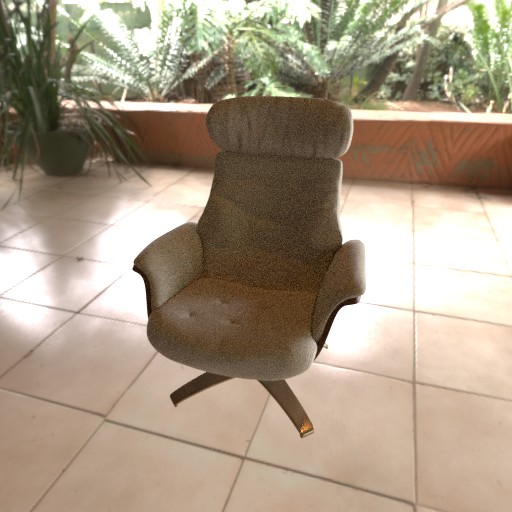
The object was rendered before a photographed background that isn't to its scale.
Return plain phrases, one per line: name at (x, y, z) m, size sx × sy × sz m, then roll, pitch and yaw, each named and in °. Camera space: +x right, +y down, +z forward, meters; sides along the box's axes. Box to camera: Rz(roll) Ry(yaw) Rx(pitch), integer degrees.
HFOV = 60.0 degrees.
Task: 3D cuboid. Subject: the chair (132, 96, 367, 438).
chair at (0.000, 0.000, 1.573) m, size 0.785 × 0.995 × 0.837 m, roll 8°, pitch 27°, yaw 15°
